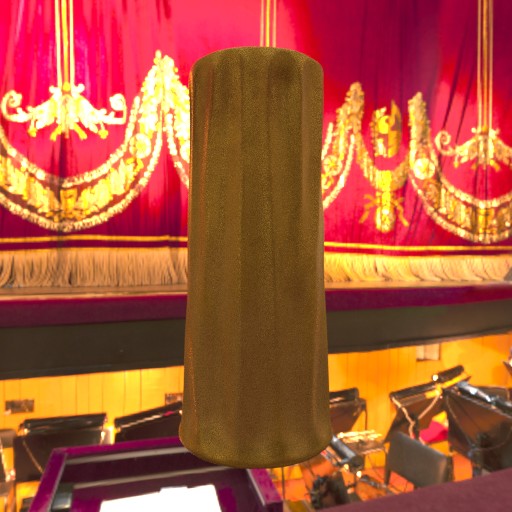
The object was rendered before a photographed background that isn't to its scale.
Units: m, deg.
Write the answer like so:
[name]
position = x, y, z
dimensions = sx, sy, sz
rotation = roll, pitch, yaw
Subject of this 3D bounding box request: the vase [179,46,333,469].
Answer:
[vase]
position = 0.000, 0.000, 0.176
dimensions = 0.061, 0.143, 0.061
rotation = 0, 1, 0
